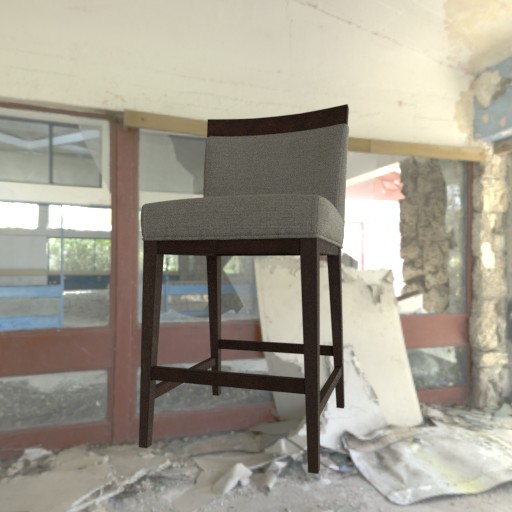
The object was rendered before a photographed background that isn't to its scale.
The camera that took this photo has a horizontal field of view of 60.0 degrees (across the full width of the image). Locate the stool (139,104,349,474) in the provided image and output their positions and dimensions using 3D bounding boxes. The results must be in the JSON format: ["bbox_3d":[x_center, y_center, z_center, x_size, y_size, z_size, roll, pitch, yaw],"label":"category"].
[{"bbox_3d":[0.000,0.000,1.343,0.512,1.009,0.531,0,-1,18],"label":"stool"}]
